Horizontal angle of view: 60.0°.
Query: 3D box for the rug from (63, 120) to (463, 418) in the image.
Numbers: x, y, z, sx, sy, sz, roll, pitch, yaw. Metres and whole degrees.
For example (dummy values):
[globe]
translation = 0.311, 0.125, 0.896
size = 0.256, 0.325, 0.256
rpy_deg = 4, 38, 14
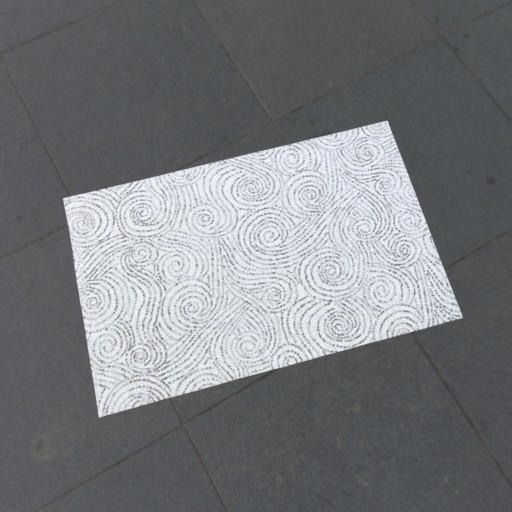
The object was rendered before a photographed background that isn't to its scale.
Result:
[rug]
translation = 0.000, 0.000, 3.041
size = 2.439, 0.005, 1.524
rpy_deg = -14, 76, -4
